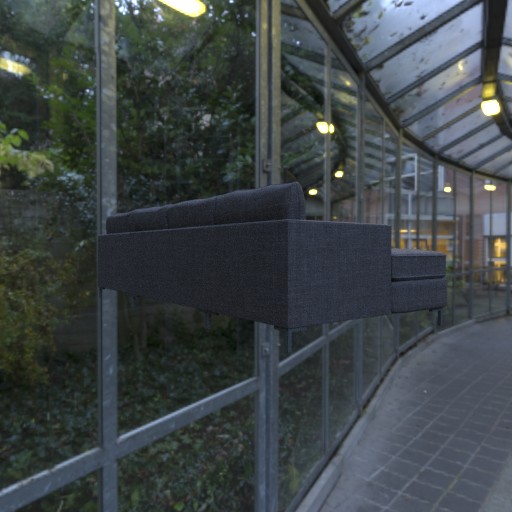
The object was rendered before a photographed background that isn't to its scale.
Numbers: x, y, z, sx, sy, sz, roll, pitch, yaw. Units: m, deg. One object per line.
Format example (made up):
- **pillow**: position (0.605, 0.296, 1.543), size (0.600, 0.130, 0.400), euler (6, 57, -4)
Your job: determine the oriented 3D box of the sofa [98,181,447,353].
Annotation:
- **sofa**: position (0.000, 0.000, 4.352), size (2.048, 0.999, 3.423), euler (-1, 1, -37)
